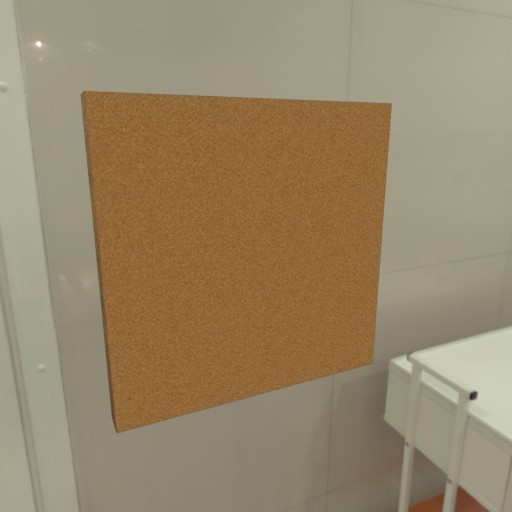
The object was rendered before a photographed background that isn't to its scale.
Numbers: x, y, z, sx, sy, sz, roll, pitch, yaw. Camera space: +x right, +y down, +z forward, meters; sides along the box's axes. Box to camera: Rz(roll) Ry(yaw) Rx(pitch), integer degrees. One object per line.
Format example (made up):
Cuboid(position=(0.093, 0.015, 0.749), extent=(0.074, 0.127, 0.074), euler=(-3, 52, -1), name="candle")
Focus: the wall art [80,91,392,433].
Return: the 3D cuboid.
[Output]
Cuboid(position=(0.000, 0.000, 0.602), extent=(0.406, 0.403, 0.039), euler=(-7, 17, -25), name="wall art")
